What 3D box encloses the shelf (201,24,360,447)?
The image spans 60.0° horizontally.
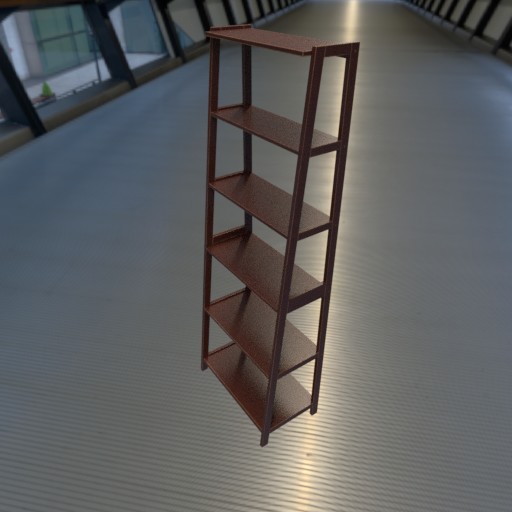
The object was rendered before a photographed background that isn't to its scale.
[{"bbox_3d":[0.000,0.000,2.110,0.381,1.892,0.660,-21,38,-29],"label":"shelf"}]
